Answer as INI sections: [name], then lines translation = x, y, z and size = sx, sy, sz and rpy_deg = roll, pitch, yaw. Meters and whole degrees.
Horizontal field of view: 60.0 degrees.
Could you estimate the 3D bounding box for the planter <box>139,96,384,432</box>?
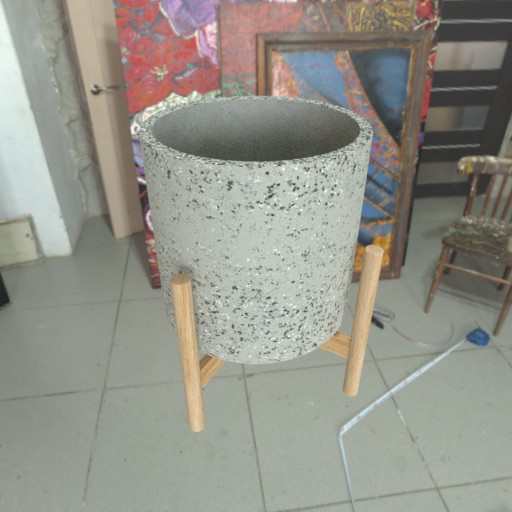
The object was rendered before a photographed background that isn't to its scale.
[planter]
translation = 0.000, 0.000, 0.702
size = 0.360, 0.419, 0.360
rpy_deg = -23, 39, -31
